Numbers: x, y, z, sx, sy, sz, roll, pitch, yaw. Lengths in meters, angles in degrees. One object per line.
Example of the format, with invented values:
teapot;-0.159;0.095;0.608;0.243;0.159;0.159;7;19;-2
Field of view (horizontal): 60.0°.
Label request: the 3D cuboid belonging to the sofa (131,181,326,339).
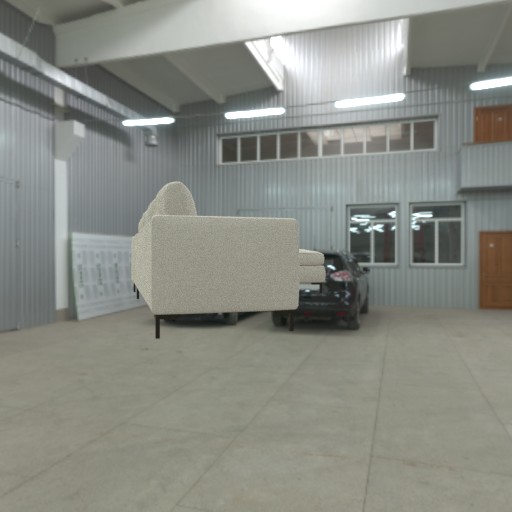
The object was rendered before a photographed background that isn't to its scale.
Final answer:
sofa;0.000;0.000;3.869;2.007;0.815;2.949;0;0;-18
